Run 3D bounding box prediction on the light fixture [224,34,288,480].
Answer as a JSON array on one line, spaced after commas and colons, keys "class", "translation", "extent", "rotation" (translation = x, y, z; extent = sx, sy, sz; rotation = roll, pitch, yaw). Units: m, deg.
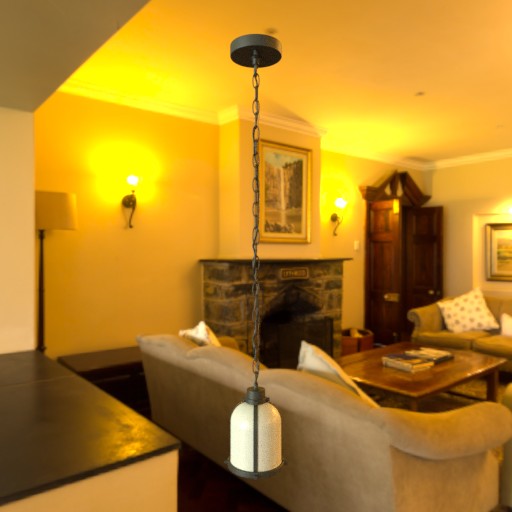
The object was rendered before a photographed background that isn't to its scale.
[{"class": "light fixture", "translation": [0.000, 0.000, 1.252], "extent": [0.178, 1.181, 0.178], "rotation": [0, 0, 1]}]
